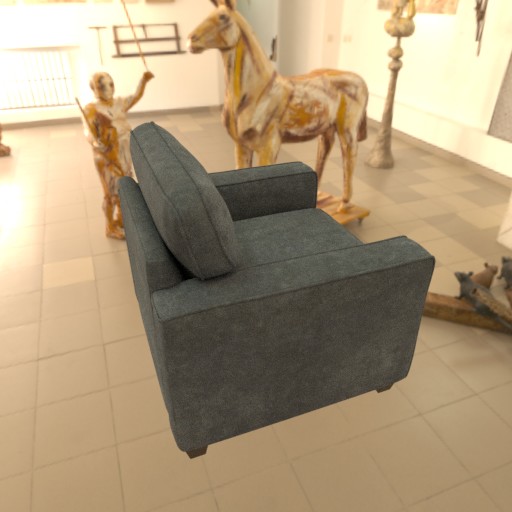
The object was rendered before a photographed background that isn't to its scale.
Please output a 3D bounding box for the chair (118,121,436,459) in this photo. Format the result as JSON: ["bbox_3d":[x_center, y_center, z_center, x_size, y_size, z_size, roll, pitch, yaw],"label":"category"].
[{"bbox_3d":[0.000,0.000,1.793,0.939,0.965,1.015,-11,33,-18],"label":"chair"}]
